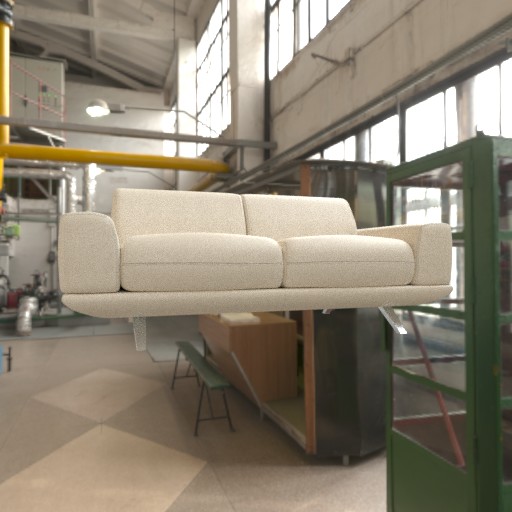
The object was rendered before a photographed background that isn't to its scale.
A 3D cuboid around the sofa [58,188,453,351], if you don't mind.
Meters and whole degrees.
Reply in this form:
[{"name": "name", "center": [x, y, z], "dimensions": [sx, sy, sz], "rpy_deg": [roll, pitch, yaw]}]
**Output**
[{"name": "sofa", "center": [0.000, 0.000, 2.411], "dimensions": [1.901, 0.772, 0.900], "rpy_deg": [0, 0, -18]}]
